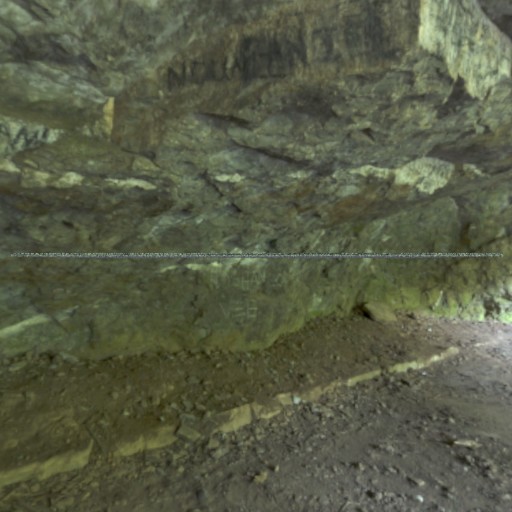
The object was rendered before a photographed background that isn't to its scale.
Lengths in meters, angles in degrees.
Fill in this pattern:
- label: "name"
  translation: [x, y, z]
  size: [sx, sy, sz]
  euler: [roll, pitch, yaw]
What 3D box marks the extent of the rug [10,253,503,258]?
- label: "rug"
  translation: [0.000, 0.000, 2.956]
  size: [2.443, 0.021, 1.538]
  euler: [0, -1, 1]
